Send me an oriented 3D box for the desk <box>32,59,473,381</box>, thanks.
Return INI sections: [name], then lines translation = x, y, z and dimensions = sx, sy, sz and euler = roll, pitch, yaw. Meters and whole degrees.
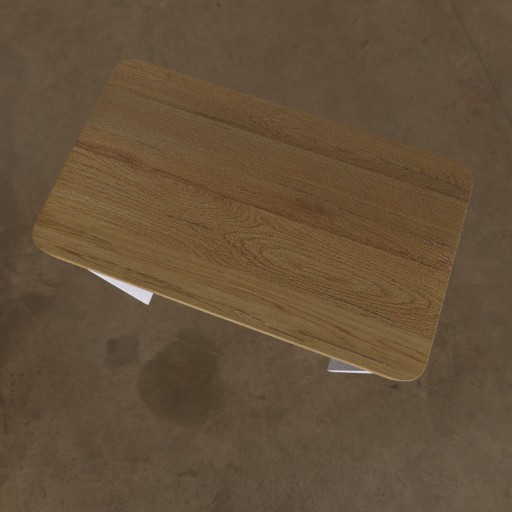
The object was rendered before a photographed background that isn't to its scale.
[desk]
translation = 0.000, 0.000, 1.227
dimensions = 0.760, 0.790, 0.440
euler = 19, 77, 5
